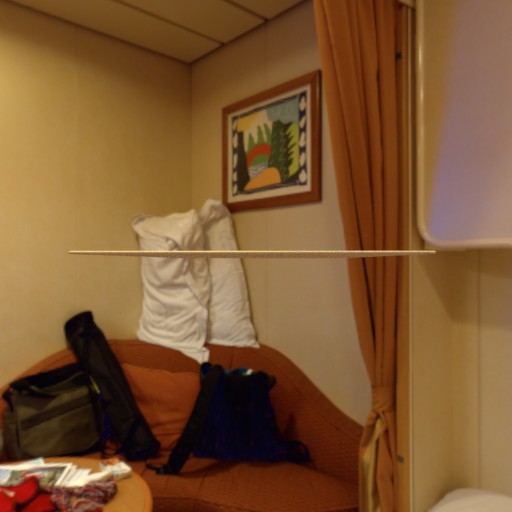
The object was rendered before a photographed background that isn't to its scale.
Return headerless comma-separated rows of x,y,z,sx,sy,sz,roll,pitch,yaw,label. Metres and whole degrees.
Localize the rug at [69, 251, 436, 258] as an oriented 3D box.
0.000,0.000,3.047,1.531,0.014,2.441,0,-1,1,rug
